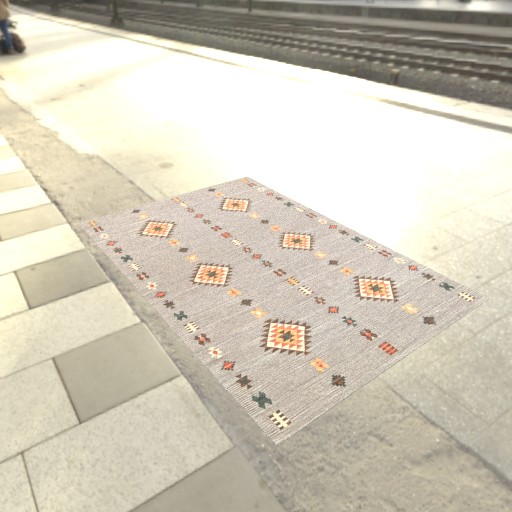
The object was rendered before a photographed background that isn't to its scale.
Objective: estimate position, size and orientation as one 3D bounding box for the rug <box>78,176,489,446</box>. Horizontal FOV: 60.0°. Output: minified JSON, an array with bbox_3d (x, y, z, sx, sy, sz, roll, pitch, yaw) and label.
[{"bbox_3d":[0.000,0.000,2.269,1.217,0.005,1.818,-22,38,-31],"label":"rug"}]
